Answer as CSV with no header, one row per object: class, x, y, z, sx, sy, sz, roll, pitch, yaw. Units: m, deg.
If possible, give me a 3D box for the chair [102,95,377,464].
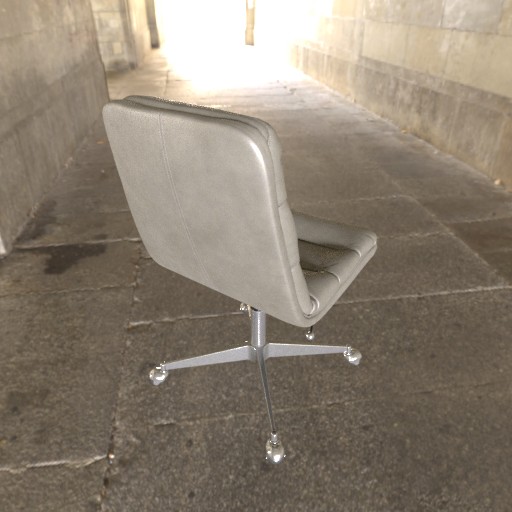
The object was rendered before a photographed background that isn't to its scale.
chair,0.000,0.000,1.013,0.422,0.738,0.485,20,36,31
